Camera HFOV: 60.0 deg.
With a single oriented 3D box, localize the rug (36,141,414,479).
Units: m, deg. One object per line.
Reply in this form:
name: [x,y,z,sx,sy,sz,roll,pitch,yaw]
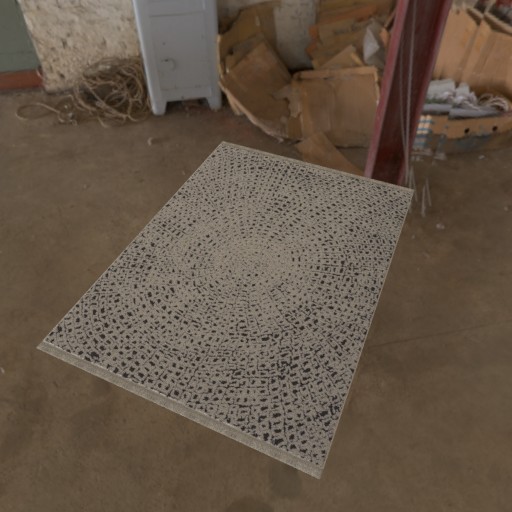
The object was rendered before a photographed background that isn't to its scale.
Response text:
rug: [0.000,0.000,2.112,1.190,0.003,1.634,18,50,16]
